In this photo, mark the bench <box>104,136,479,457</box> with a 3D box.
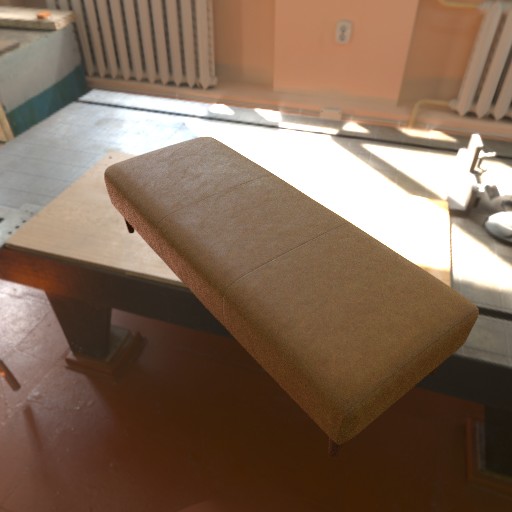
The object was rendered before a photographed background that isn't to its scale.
[{"bbox_3d":[0.000,0.000,1.865,0.653,0.399,1.610,-26,47,-28],"label":"bench"}]
